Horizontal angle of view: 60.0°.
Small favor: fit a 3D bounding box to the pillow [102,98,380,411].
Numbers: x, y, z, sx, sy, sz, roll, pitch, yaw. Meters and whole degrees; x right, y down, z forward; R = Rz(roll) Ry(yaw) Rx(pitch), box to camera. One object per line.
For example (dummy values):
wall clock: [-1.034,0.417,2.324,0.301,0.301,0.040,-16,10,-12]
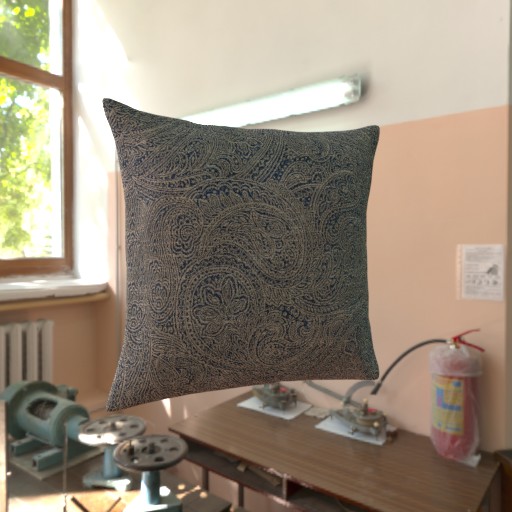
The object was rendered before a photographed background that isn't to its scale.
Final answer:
pillow: [0.000,0.000,0.801,0.523,0.510,0.166,0,1,-18]
